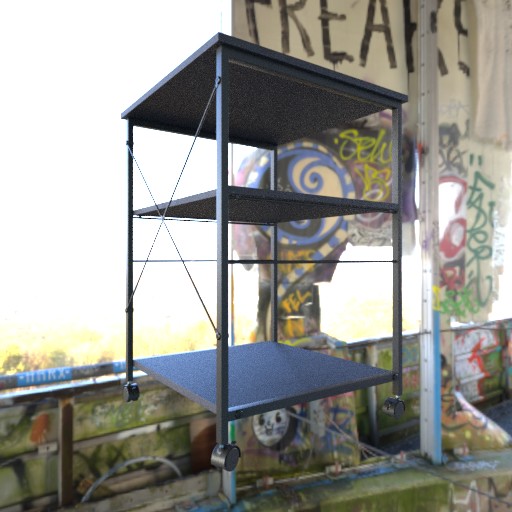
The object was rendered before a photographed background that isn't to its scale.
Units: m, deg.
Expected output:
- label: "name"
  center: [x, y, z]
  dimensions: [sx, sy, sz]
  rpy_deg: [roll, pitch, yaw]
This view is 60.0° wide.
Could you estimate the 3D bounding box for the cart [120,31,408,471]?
- label: "cart"
  center: [0.000, 0.000, 1.116]
  dimensions: [0.520, 0.762, 0.521]
  rpy_deg: [0, 0, -35]
